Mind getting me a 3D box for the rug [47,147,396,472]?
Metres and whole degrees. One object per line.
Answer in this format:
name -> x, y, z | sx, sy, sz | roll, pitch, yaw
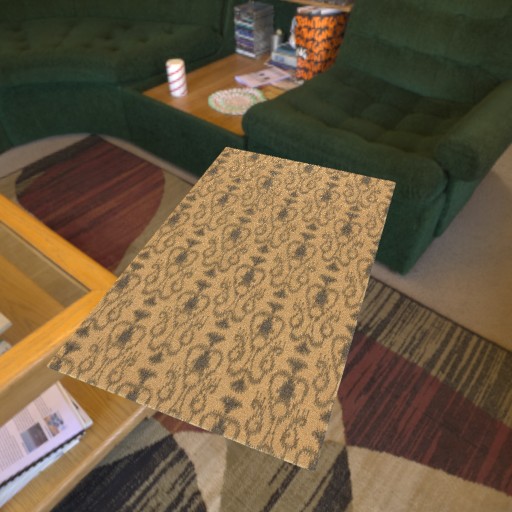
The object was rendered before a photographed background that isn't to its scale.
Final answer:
rug -> 0.000, 0.000, 2.060 | 1.035, 0.006, 1.652 | 15, 47, 15
